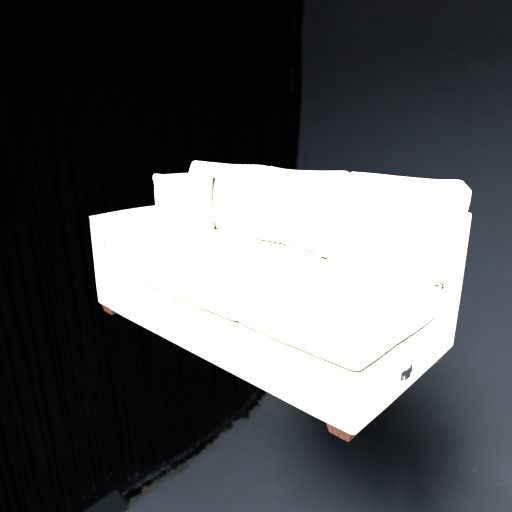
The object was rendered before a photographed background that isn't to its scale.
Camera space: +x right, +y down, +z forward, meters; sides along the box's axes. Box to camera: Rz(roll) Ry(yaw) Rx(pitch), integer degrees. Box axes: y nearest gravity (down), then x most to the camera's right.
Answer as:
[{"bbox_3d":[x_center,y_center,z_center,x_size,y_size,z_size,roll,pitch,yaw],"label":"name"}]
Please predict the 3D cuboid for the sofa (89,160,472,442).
[{"bbox_3d":[0.000,0.000,2.504,1.962,0.946,1.034,15,22,41],"label":"sofa"}]
